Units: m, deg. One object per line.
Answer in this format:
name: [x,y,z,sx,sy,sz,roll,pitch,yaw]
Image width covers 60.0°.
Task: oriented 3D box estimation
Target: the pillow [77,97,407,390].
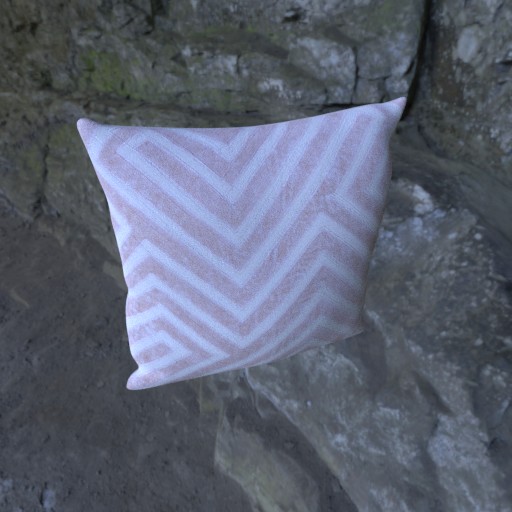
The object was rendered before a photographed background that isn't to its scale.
pillow: [0.000,0.000,0.662,0.440,0.441,0.182,-10,34,-16]
